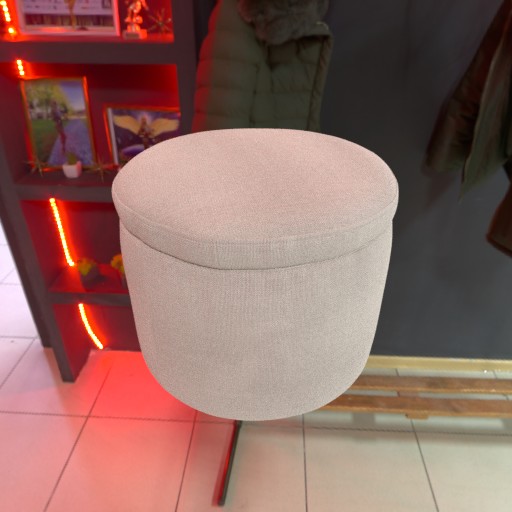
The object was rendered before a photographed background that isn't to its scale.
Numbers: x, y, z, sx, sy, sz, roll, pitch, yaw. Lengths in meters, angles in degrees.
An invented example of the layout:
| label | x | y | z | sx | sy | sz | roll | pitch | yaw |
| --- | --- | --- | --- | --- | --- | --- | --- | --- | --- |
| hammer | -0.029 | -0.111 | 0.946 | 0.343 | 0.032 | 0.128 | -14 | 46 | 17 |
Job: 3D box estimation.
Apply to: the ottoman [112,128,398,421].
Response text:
| label | x | y | z | sx | sy | sz | roll | pitch | yaw |
| --- | --- | --- | --- | --- | --- | --- | --- | --- | --- |
| ottoman | 0.000 | 0.000 | 0.872 | 0.497 | 0.409 | 0.497 | 0 | 31 | 0 |
